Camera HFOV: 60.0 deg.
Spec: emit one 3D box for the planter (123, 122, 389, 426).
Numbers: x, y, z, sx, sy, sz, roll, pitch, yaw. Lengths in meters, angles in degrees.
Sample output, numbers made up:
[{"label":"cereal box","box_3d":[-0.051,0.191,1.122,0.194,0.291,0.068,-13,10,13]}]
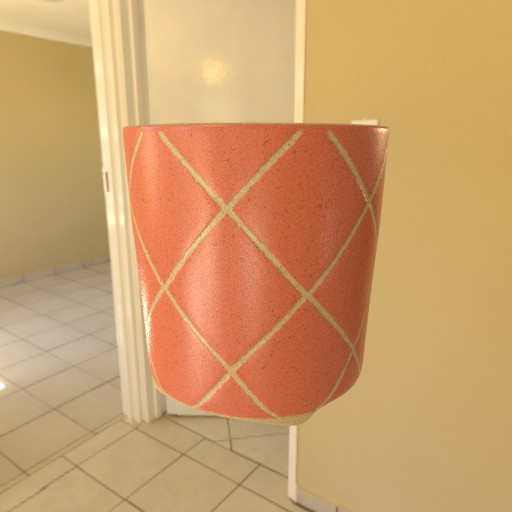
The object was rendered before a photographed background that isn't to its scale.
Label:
[{"label":"planter","box_3d":[0.000,0.000,0.422,0.227,0.235,0.227,0,14,0]}]
